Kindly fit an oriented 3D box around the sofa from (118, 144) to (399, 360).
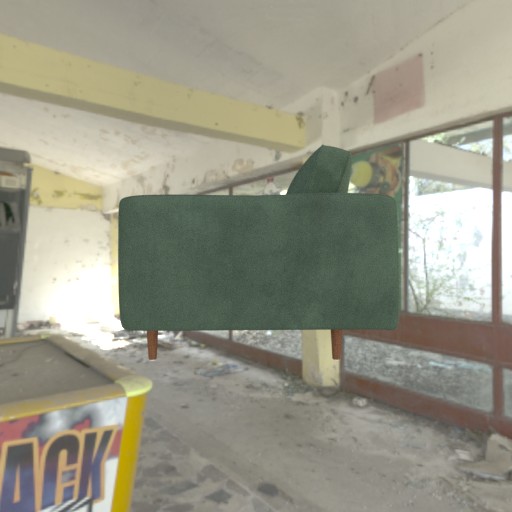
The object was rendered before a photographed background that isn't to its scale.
[{"bbox_3d":[0.000,0.000,2.341,0.916,0.772,1.880,0,-1,0],"label":"sofa"}]
